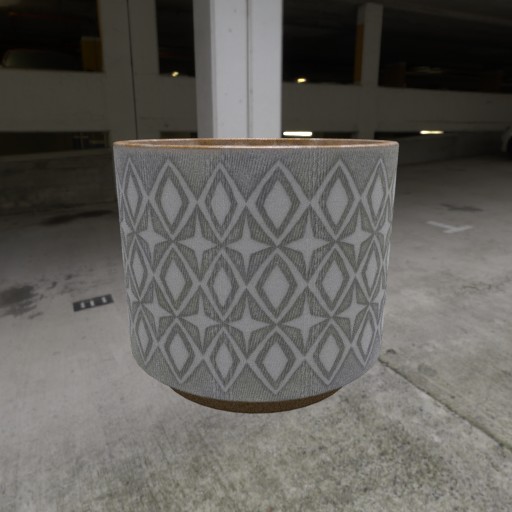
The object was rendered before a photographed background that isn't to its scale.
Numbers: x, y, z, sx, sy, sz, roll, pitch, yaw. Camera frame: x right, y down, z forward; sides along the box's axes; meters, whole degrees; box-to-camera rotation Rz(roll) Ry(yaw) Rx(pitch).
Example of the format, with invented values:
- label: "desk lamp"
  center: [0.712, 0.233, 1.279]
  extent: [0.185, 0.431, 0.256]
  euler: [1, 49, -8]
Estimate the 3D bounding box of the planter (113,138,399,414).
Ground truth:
- label: "planter"
  center: [0.000, 0.000, 0.443]
  extent: [0.255, 0.223, 0.255]
  euler: [0, 16, 0]
